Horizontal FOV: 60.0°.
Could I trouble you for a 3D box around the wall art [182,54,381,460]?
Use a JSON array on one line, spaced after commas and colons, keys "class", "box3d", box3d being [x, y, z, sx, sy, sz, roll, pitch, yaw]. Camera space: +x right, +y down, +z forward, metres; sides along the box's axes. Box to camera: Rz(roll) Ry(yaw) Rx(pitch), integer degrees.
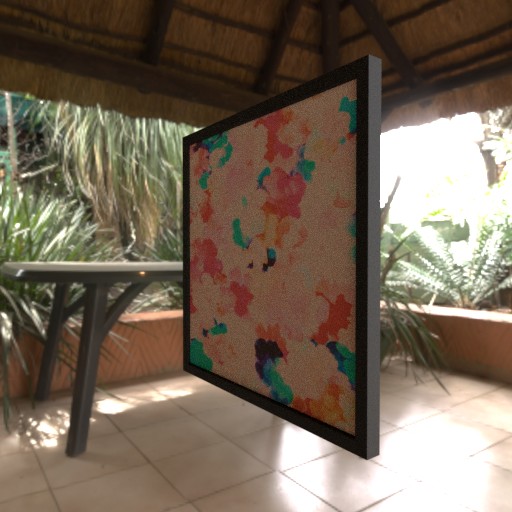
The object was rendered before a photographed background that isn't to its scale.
[{"class": "wall art", "box3d": [0.000, 0.000, 0.460, 0.015, 0.304, 0.306, -1, 1, -36]}]
